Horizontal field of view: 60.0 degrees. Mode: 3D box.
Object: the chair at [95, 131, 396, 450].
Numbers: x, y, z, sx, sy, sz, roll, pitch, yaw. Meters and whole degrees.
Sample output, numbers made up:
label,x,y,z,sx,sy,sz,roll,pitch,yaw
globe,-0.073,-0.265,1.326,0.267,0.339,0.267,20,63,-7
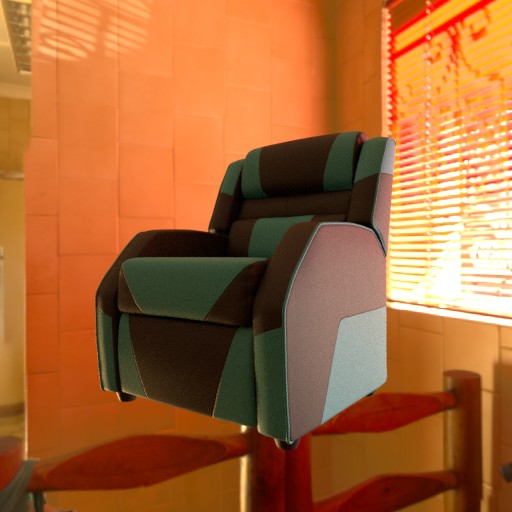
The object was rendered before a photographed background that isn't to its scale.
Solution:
label,x,y,z,sx,sy,sz,roll,pitch,yaw
chair,0.000,0.000,1.292,0.620,0.805,0.672,0,0,36
